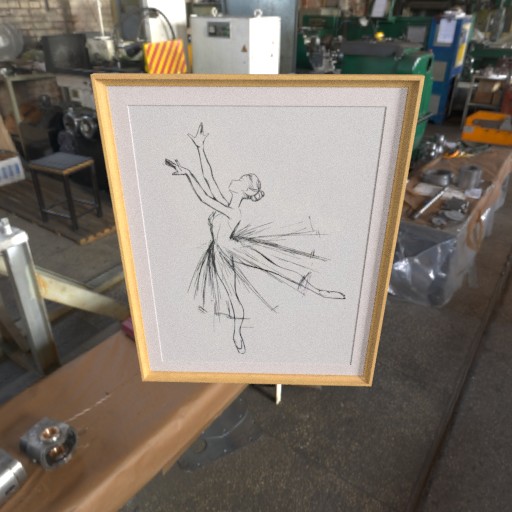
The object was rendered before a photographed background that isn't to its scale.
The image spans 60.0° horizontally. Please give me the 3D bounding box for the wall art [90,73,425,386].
[{"bbox_3d":[0.000,0.000,1.314,0.798,1.002,0.030,1,29,2],"label":"wall art"}]
